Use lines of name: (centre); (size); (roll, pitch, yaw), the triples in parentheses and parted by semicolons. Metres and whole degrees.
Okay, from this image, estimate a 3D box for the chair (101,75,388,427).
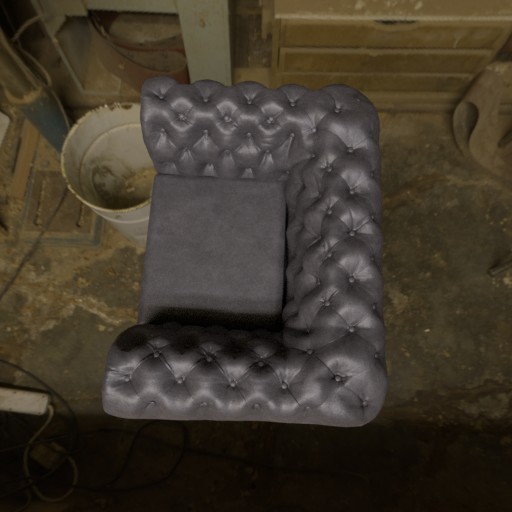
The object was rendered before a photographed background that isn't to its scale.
chair: (0.000, 0.000, 1.881); (0.943, 0.780, 1.298); (3, 75, 1)
